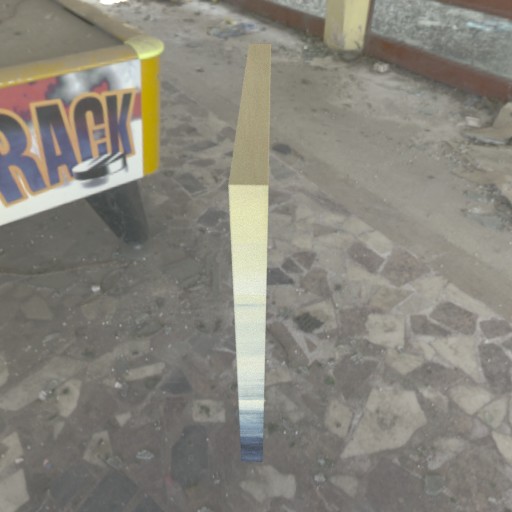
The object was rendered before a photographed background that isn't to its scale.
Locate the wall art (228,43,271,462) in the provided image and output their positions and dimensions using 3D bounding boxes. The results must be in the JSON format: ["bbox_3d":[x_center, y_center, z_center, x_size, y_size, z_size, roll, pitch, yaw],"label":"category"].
[{"bbox_3d":[0.000,0.000,0.827,0.040,0.608,0.489,1,41,1],"label":"wall art"}]
